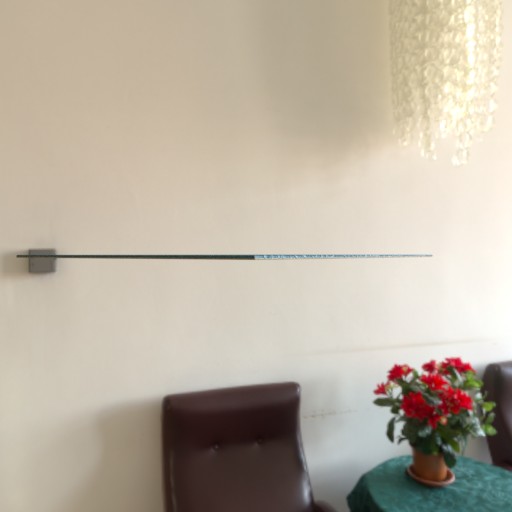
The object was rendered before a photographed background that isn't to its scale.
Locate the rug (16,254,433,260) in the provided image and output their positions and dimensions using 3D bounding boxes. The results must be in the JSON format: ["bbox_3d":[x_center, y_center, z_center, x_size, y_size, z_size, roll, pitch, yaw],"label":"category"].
[{"bbox_3d":[0.000,0.000,2.730,1.543,0.015,2.144,0,0,36],"label":"rug"}]
